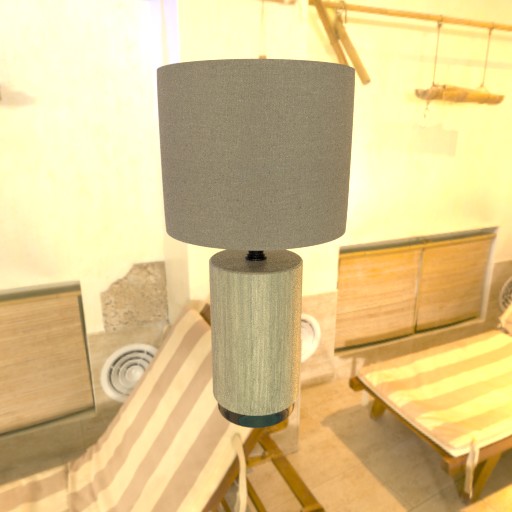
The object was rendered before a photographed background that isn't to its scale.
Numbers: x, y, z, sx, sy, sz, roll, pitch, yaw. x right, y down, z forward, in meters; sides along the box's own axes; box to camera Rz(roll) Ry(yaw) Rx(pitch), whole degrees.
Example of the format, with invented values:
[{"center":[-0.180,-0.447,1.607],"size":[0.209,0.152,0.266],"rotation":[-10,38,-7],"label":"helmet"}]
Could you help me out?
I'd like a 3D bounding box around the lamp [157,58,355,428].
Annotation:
[{"center":[0.000,0.000,0.578],"size":[0.228,0.444,0.228],"rotation":[-8,18,-25],"label":"lamp"}]
